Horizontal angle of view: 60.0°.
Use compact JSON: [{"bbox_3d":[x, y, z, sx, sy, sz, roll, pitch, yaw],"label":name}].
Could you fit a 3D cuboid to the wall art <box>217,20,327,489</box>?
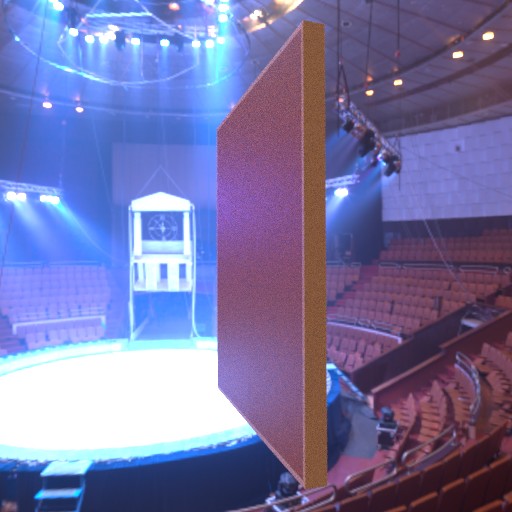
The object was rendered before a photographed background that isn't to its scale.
[{"bbox_3d":[0.000,0.000,0.732,0.030,0.549,0.443,0,-1,-18],"label":"wall art"}]
